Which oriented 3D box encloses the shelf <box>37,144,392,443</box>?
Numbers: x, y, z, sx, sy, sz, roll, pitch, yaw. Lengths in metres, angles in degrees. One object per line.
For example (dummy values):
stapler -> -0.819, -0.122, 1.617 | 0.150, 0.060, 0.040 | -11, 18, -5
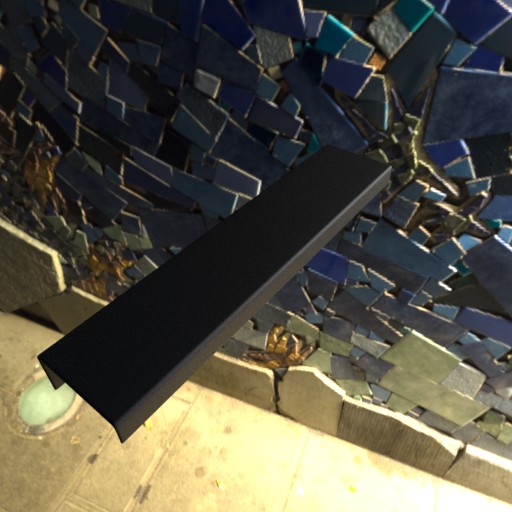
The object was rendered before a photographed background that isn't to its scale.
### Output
shelf -> 0.000, 0.000, 0.488 | 0.102, 0.053, 0.456 | 27, 49, 27
